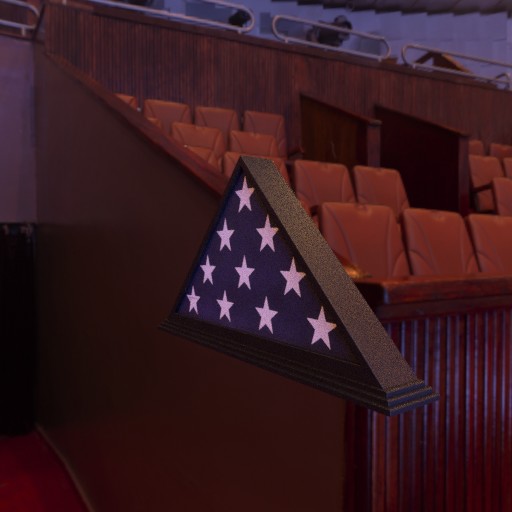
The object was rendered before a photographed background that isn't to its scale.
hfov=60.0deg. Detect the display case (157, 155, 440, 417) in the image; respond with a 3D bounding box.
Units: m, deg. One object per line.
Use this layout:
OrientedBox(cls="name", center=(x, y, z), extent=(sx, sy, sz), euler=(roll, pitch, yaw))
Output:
OrientedBox(cls="display case", center=(0.000, 0.000, 0.768), extent=(0.095, 0.340, 0.640), euler=(-1, 1, -35))
